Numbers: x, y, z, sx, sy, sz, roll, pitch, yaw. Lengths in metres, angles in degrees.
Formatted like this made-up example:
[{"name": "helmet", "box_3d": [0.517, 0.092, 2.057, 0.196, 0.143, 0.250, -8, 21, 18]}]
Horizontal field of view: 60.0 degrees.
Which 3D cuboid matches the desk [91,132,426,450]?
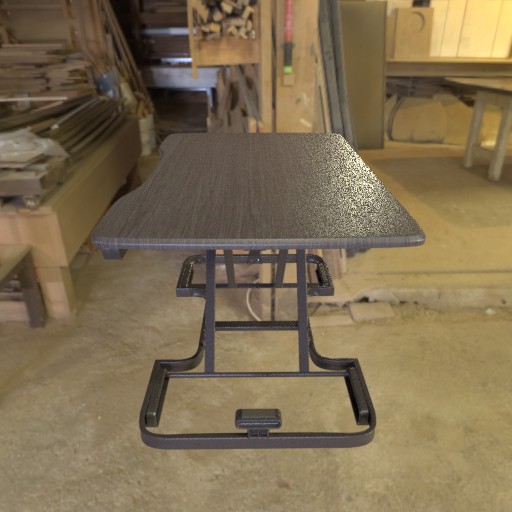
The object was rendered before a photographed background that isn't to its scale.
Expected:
[{"name": "desk", "box_3d": [0.000, 0.000, 1.151, 0.546, 0.470, 0.820, 0, 27, -1]}]
